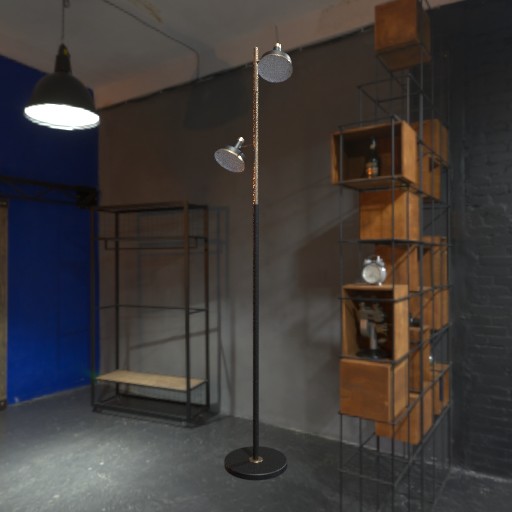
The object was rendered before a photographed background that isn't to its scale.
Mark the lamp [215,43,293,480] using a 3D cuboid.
[{"bbox_3d":[0.000,0.000,1.781,0.351,1.674,0.253,0,0,36],"label":"lamp"}]
